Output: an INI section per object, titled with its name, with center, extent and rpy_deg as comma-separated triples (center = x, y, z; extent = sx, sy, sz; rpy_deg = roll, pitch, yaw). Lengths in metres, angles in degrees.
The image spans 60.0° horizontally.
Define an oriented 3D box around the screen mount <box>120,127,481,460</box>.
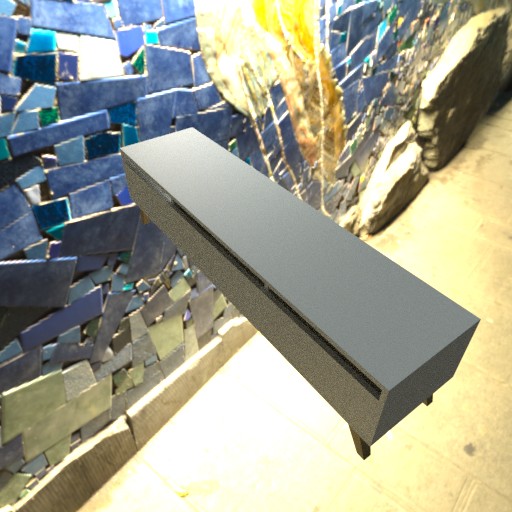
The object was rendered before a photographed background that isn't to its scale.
[screen mount]
center = 0.000, 0.000, 1.833
extent = 0.399, 0.432, 1.644
rpy_deg = -25, 46, -27
